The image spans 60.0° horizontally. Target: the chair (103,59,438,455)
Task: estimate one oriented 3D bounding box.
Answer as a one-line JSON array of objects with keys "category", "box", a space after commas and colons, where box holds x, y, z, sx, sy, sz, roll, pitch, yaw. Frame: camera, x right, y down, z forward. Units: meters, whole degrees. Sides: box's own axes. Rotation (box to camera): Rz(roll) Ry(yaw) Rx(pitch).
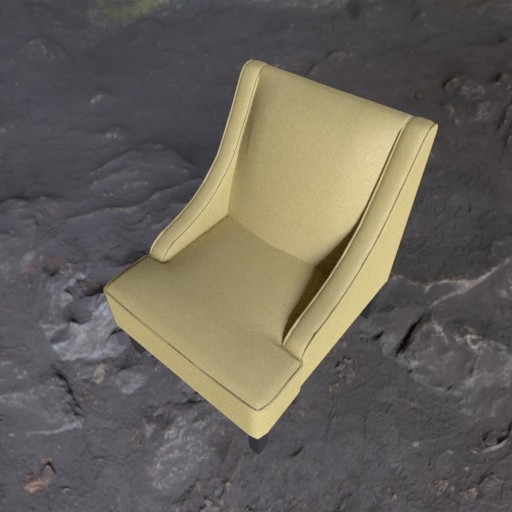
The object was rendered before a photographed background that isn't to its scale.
[{"category": "chair", "box": [0.000, 0.000, 1.490, 0.696, 0.896, 0.814, 31, 54, 26]}]
